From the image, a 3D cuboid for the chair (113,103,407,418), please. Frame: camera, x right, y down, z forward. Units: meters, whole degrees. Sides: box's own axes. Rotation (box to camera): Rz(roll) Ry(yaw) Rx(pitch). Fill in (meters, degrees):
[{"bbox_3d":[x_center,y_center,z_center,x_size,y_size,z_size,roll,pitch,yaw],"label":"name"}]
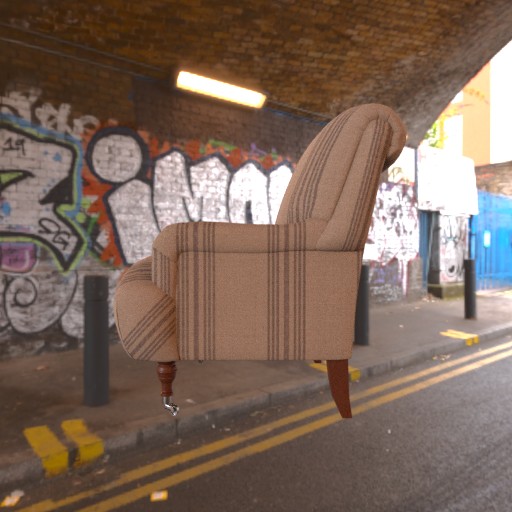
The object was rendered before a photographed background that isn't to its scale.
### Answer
[{"bbox_3d":[0.000,0.000,1.626,0.914,0.940,0.813,0,1,0],"label":"chair"}]
